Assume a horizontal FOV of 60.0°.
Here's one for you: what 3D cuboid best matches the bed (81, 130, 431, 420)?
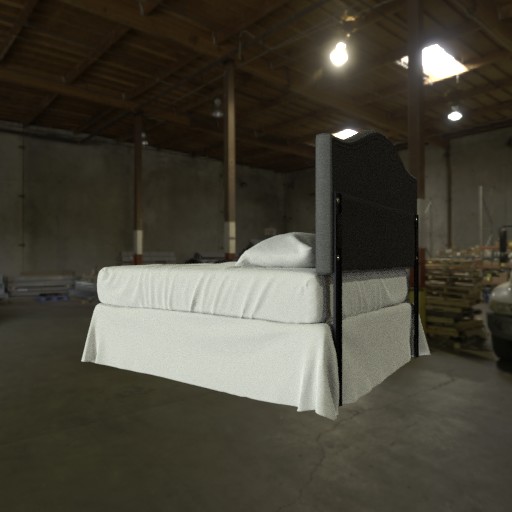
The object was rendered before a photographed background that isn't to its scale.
[{"bbox_3d":[0.000,0.000,3.538,2.221,1.645,1.876,0,0,36],"label":"bed"}]
